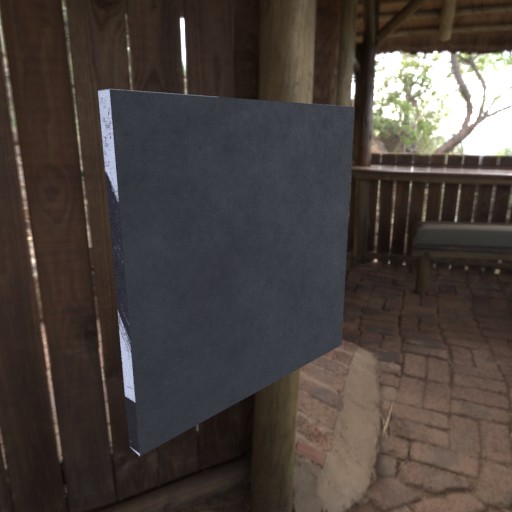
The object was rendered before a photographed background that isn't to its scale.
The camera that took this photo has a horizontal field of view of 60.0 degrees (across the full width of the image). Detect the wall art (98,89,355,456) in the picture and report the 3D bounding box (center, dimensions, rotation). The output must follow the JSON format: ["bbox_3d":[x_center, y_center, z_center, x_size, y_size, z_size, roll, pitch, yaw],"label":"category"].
[{"bbox_3d":[0.000,0.000,1.153,0.765,0.765,0.046,-15,21,-42],"label":"wall art"}]
